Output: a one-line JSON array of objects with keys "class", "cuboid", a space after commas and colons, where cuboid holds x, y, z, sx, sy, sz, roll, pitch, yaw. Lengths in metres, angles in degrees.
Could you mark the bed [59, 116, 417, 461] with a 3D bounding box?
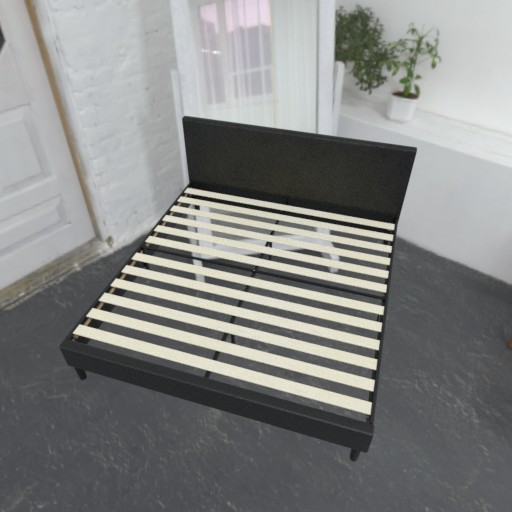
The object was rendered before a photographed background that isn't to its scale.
[{"class": "bed", "cuboid": [0.000, 0.000, 3.323, 2.018, 1.046, 2.152, 12, 43, 13]}]
